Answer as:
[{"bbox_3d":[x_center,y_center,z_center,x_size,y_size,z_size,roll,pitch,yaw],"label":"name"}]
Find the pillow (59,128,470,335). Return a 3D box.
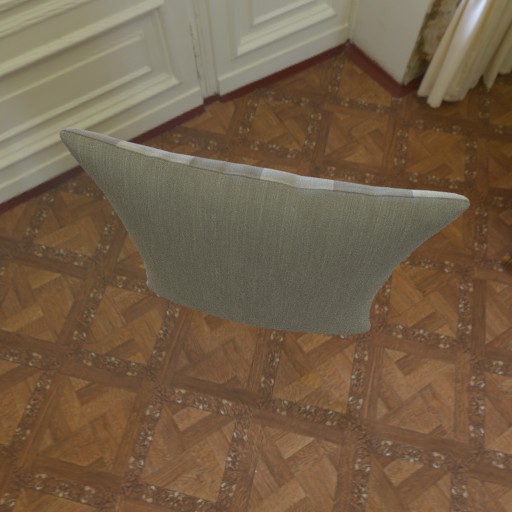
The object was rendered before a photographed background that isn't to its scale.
[{"bbox_3d":[0.000,0.000,0.765,0.511,0.509,0.161,11,65,5],"label":"pillow"}]
